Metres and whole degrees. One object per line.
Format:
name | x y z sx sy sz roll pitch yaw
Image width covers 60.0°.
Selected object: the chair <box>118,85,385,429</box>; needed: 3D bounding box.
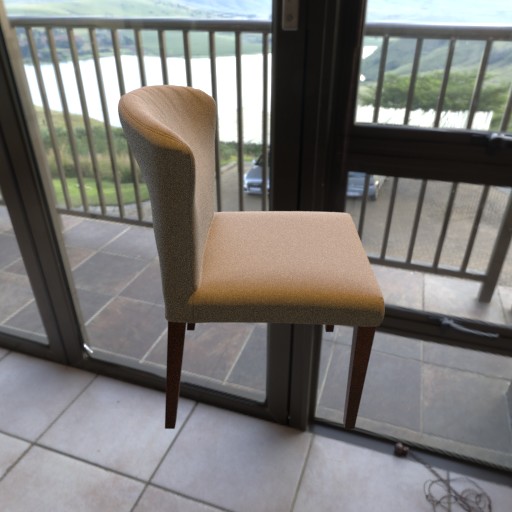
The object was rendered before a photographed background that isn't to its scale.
chair | 0.000 0.000 1.187 0.592 0.839 0.491 0 30 0
